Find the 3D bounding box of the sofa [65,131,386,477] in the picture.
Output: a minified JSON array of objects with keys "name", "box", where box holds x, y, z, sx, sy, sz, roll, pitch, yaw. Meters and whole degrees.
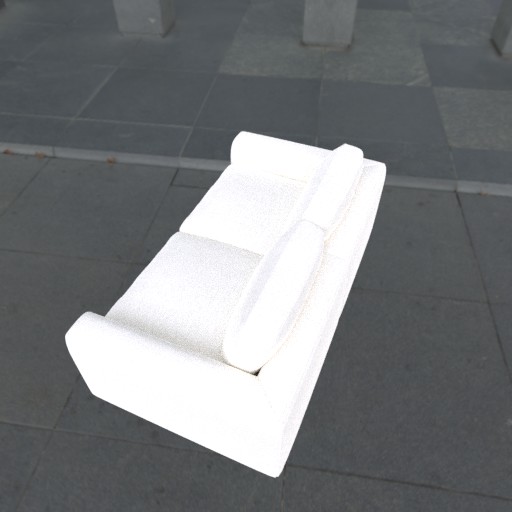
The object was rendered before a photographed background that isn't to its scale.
[{"name":"sofa","box":[0.000,0.000,2.512,1.069,0.801,1.920,17,48,16]}]
